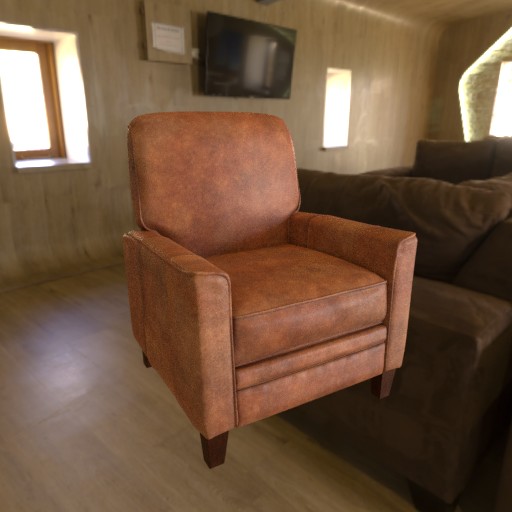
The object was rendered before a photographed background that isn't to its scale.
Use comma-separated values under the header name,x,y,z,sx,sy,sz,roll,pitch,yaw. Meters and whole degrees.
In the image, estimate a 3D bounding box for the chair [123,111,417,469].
name,x,y,z,sx,sy,sz,roll,pitch,yaw
chair,0.000,0.000,1.665,0.843,1.043,0.836,-10,19,-29
